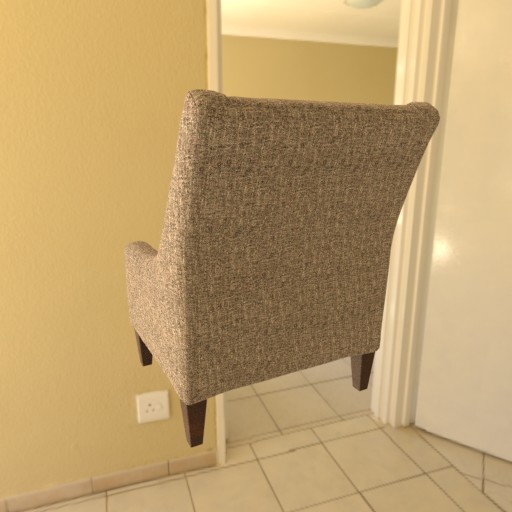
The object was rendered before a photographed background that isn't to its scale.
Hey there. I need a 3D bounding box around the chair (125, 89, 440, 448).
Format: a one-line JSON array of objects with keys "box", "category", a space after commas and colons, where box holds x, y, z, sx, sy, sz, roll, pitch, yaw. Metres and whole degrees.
[{"box": [0.000, 0.000, 1.581, 0.774, 1.014, 0.870, -8, 16, -27], "category": "chair"}]
